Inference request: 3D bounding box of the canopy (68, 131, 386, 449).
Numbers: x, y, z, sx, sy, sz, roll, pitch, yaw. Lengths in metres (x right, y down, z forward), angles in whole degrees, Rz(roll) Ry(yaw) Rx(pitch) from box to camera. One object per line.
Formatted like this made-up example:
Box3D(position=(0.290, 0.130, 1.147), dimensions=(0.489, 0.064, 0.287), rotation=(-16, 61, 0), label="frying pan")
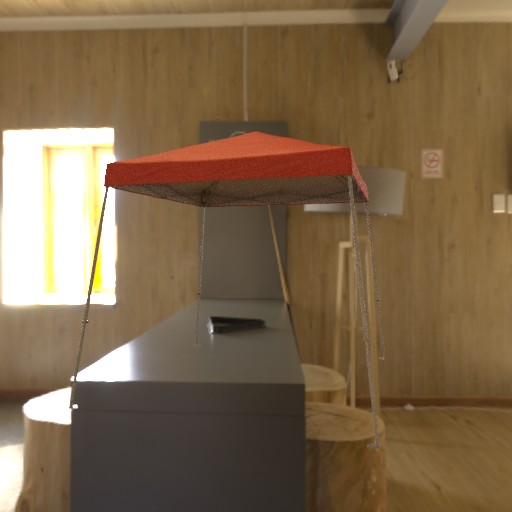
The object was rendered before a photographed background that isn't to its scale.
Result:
Box3D(position=(0.000, 0.000, 5.112), dimensions=(2.850, 2.850, 2.849), rotation=(0, 1, 17), label="canopy")
